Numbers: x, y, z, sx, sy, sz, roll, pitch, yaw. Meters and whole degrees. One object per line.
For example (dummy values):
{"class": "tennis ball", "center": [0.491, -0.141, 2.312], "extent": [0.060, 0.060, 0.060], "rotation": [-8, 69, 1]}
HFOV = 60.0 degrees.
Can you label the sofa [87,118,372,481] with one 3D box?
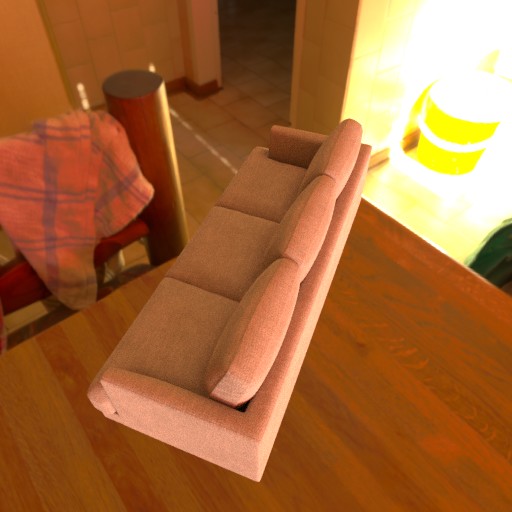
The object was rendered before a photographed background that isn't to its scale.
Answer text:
{"class": "sofa", "center": [0.000, 0.000, 2.687], "extent": [0.903, 0.930, 2.246], "rotation": [16, 50, 14]}
